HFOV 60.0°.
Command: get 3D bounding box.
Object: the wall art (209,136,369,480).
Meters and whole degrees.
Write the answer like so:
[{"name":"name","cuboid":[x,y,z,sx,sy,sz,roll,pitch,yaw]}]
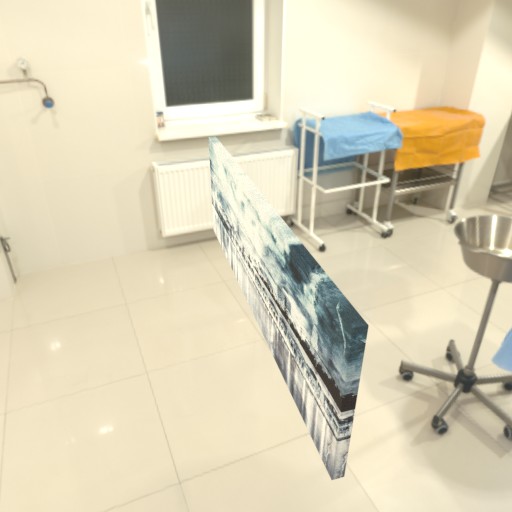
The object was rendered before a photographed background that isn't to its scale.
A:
[{"name":"wall art","cuboid":[0.000,0.000,1.670,0.037,0.509,1.524,-8,31,-14]}]
